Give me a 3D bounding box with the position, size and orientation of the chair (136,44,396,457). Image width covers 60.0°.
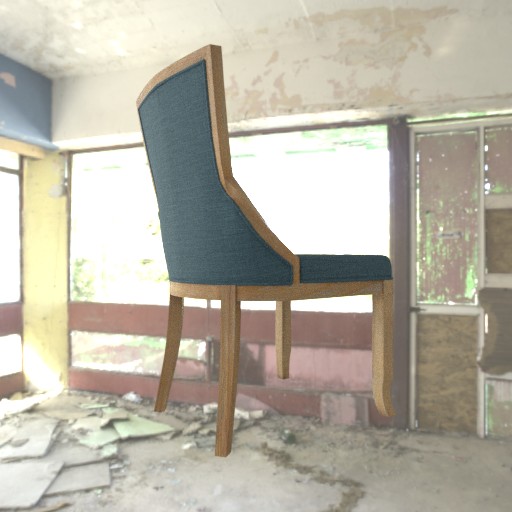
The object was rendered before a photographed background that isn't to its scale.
[{"bbox_3d":[0.000,0.000,1.334,0.641,0.947,0.524,0,0,-36],"label":"chair"}]
